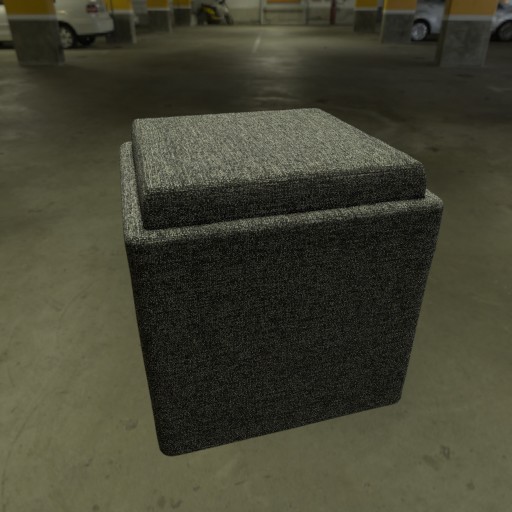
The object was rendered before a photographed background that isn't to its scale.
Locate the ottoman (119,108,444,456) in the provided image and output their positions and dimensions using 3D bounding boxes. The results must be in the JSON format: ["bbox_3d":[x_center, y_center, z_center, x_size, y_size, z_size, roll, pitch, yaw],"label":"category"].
[{"bbox_3d":[0.000,0.000,0.838,0.450,0.463,0.450,-8,31,-14],"label":"ottoman"}]
